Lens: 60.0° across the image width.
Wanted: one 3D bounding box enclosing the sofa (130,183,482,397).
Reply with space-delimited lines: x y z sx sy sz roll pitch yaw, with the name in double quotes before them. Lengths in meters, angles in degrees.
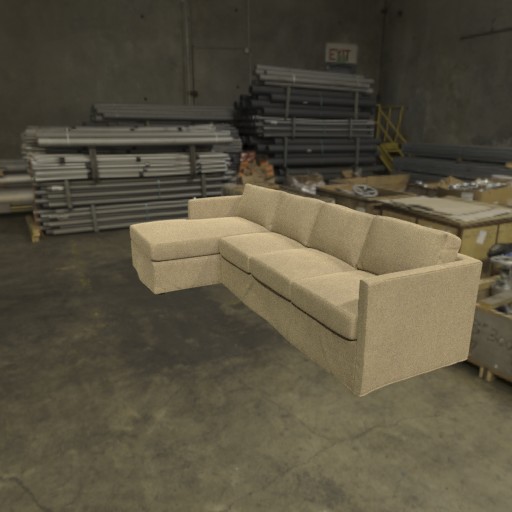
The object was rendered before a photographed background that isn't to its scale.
"sofa" 0.000 0.000 3.889 1.638 0.920 3.198 -8 18 -25
